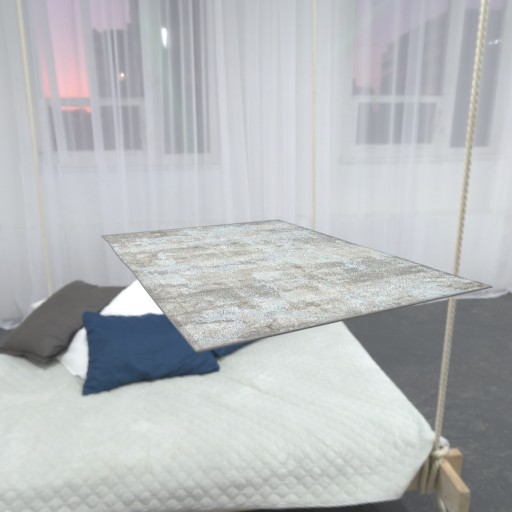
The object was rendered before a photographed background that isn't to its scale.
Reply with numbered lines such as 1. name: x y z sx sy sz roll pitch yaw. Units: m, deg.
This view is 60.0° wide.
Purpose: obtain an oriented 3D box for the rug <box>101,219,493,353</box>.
1. rug: 0.000 0.000 4.283 2.393 0.013 3.307 -7 16 -26
